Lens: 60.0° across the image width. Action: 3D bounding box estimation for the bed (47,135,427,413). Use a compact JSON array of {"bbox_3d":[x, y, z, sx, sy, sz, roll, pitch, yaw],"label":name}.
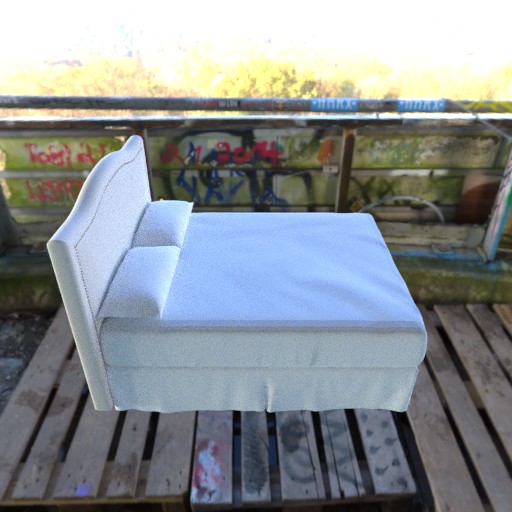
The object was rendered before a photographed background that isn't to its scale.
[{"bbox_3d":[0.000,0.000,3.303,2.143,1.460,1.753,0,32,0],"label":"bed"}]
